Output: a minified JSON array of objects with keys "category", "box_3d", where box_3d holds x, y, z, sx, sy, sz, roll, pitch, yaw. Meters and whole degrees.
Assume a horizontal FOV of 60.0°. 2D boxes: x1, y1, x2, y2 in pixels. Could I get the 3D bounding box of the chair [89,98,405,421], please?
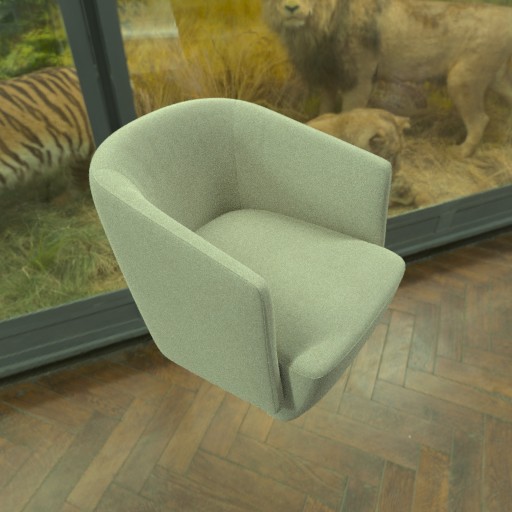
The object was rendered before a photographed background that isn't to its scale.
[{"category":"chair","box_3d":[0.000,0.000,1.650,0.986,0.861,0.822,26,47,27]}]
